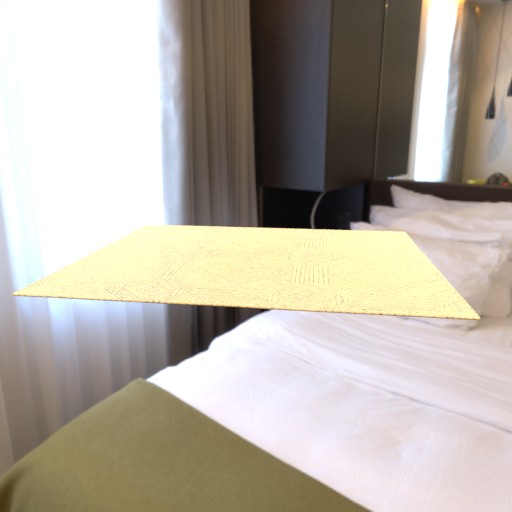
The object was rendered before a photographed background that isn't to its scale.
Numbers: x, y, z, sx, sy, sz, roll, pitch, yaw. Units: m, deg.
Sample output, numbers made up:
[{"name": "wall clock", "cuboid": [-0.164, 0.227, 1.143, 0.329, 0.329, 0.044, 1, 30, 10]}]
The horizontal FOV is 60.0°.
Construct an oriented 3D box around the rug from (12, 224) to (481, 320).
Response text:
[{"name": "rug", "cuboid": [0.000, 0.000, 4.015, 3.049, 0.015, 2.457, 2, 16, 8]}]
